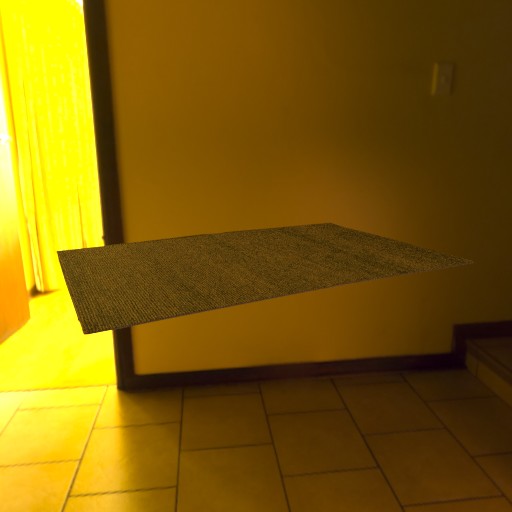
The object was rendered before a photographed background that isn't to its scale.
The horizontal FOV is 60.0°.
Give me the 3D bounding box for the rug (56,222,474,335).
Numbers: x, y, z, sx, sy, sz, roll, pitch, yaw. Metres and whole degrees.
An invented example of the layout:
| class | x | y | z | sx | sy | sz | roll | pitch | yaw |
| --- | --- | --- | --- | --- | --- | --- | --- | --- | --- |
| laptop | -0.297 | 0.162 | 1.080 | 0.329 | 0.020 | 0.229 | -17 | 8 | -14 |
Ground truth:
| class | x | y | z | sx | sy | sz | roll | pitch | yaw |
| --- | --- | --- | --- | --- | --- | --- | --- | --- | --- |
| rug | 0.000 | 0.000 | 2.227 | 1.777 | 0.021 | 1.145 | -8 | 17 | -26 |
